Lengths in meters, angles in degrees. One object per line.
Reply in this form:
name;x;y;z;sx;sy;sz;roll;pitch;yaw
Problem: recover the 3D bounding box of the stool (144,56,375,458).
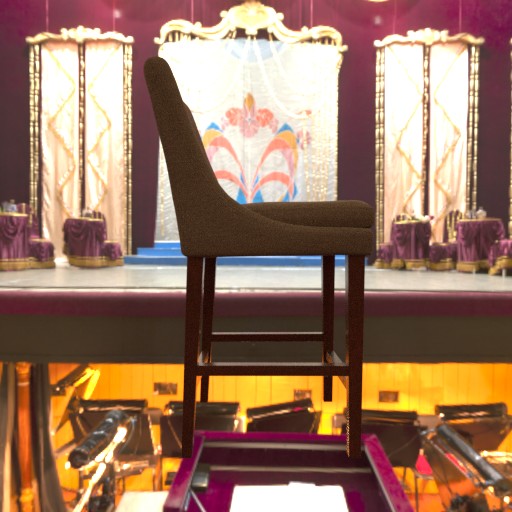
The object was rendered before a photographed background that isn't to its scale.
stool;0.000;0.000;1.281;0.577;0.981;0.470;0;1;0
